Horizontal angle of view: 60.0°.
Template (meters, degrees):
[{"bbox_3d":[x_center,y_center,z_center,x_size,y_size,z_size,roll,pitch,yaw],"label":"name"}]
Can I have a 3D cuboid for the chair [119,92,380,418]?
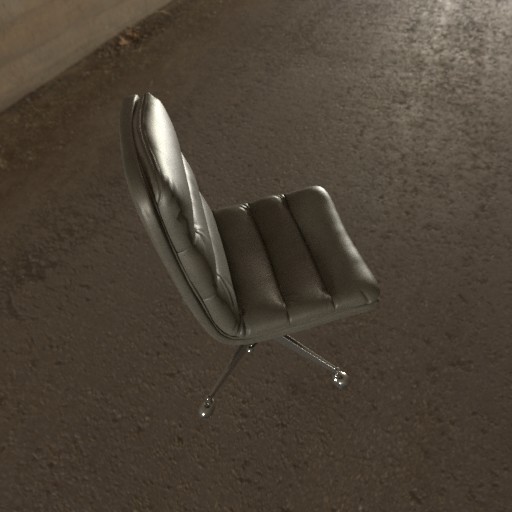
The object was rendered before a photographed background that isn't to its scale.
[{"bbox_3d":[0.000,0.000,1.060,0.485,0.738,0.422,-10,47,-9],"label":"chair"}]
